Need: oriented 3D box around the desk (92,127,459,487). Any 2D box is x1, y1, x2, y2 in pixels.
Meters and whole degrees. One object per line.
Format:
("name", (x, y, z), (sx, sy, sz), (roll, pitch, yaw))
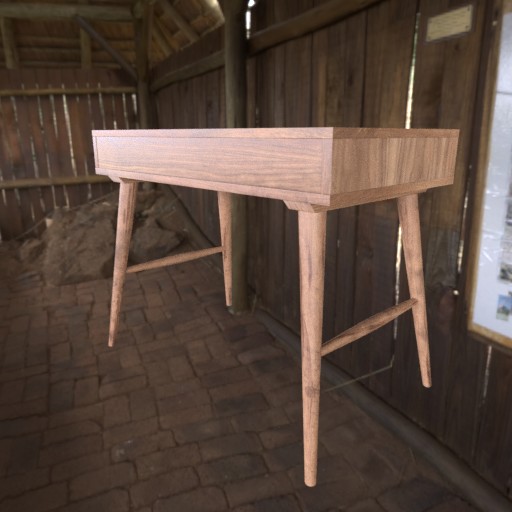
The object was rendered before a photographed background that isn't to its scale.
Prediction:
("desk", (0.000, 0.000, 1.385), (0.588, 0.758, 0.949), (-15, 21, -42))
